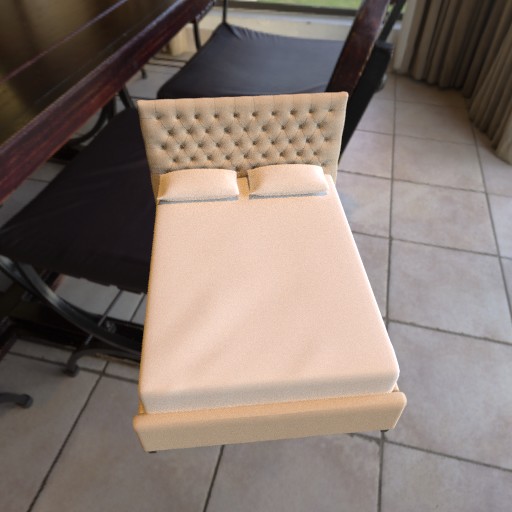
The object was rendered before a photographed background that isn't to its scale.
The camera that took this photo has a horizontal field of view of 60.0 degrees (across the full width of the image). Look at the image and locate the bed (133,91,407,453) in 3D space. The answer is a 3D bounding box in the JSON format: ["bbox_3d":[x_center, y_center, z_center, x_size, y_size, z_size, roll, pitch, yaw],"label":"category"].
[{"bbox_3d":[0.000,0.000,3.264,1.696,1.426,2.233,-4,46,-4],"label":"bed"}]
